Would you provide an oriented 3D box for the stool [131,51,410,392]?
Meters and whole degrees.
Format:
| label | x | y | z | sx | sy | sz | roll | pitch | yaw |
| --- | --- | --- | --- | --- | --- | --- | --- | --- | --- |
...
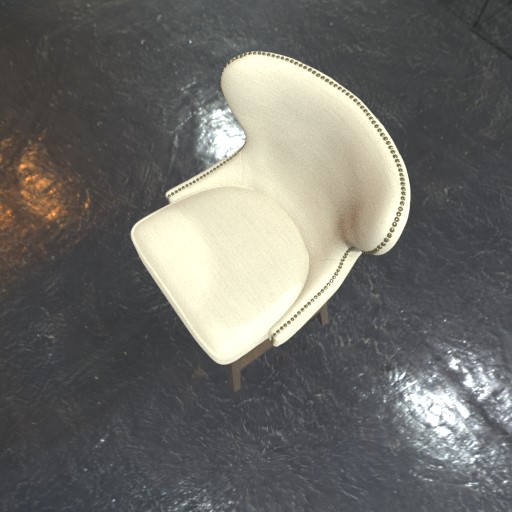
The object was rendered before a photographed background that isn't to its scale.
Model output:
| label | x | y | z | sx | sy | sz | roll | pitch | yaw |
| --- | --- | --- | --- | --- | --- | --- | --- | --- | --- |
| stool | 0.000 | 0.000 | 1.369 | 0.597 | 0.972 | 0.615 | -33 | 69 | -15 |
